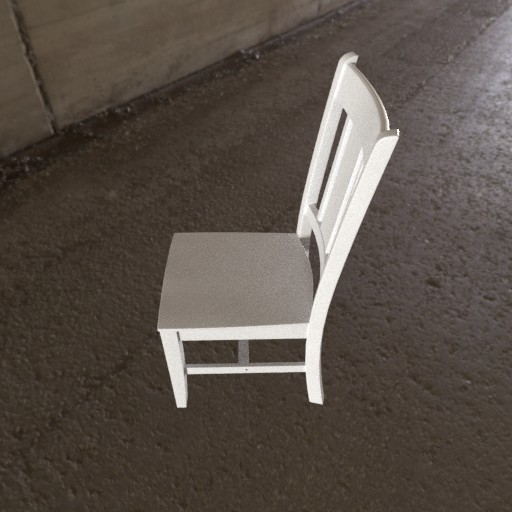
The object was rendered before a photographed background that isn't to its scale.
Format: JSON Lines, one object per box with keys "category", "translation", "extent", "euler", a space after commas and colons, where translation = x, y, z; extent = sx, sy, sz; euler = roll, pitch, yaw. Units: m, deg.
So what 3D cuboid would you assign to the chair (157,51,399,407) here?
{"category": "chair", "translation": [0.000, 0.000, 1.301], "extent": [0.555, 0.998, 0.450], "euler": [-1, 43, -1]}
